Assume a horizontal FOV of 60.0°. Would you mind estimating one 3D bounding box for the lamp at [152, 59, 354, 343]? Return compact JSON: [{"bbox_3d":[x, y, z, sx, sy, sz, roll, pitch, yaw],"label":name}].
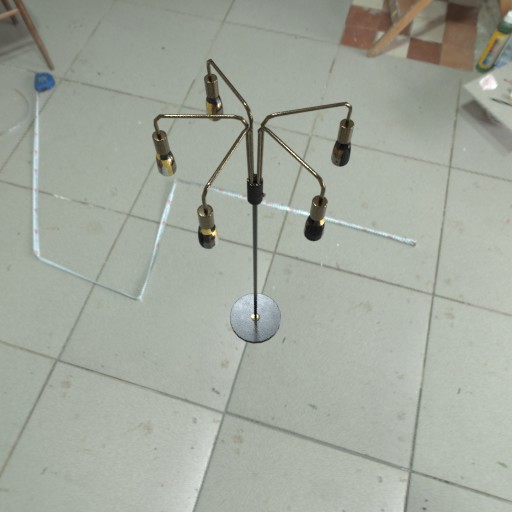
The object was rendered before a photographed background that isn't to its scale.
[{"bbox_3d":[0.000,0.000,1.950,0.599,1.721,0.572,-12,65,-6],"label":"lamp"}]
